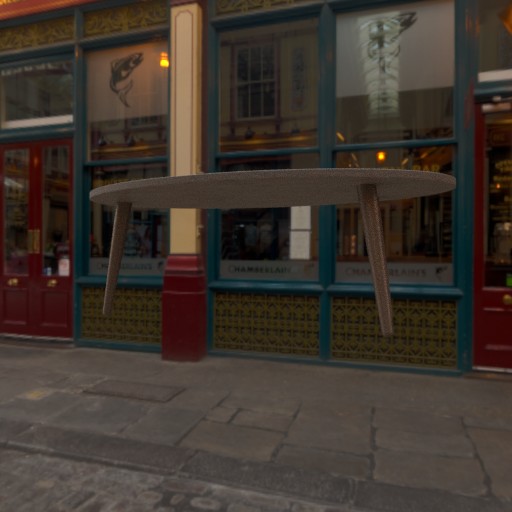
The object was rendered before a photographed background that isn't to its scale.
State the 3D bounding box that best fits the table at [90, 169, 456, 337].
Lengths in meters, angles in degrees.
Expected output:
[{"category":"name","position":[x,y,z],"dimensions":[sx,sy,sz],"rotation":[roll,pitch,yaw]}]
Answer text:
[{"category":"table","position":[0.000,0.000,1.307],"dimensions":[1.083,0.390,0.542],"rotation":[0,-1,17]}]
